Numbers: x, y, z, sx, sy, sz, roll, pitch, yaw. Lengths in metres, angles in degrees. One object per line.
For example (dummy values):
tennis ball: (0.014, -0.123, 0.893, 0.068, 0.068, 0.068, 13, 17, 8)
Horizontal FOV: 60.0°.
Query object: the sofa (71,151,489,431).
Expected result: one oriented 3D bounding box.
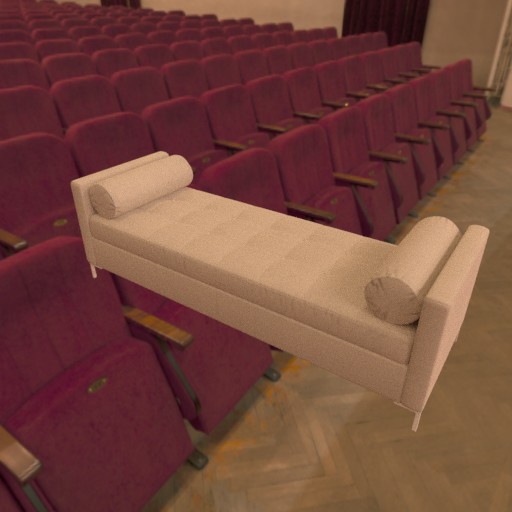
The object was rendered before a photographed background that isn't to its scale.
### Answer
sofa: (0.000, 0.000, 2.294, 1.981, 0.635, 0.686, 19, 35, 29)
